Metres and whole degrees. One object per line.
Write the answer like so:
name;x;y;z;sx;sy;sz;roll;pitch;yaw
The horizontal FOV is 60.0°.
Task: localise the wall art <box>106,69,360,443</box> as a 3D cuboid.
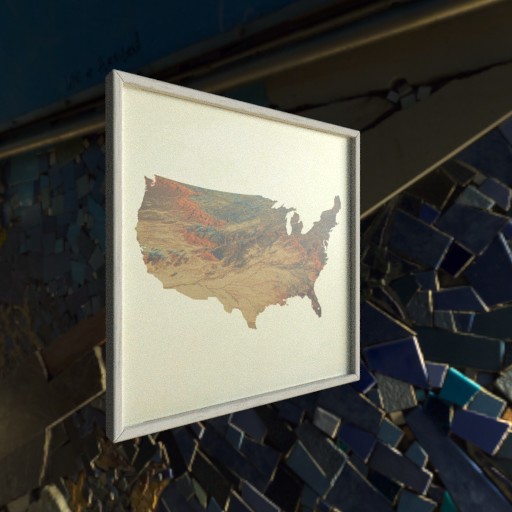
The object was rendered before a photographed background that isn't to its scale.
wall art;0.000;0.000;1.940;1.287;1.288;0.078;0;0;-37
